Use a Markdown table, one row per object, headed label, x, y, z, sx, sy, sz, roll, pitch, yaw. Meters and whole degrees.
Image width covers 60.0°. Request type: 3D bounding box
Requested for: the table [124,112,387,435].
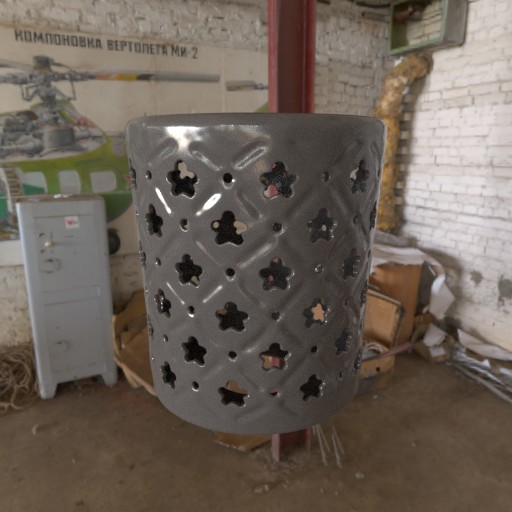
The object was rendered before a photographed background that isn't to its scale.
| label | x | y | z | sx | sy | sz | roll | pitch | yaw |
| --- | --- | --- | --- | --- | --- | --- | --- | --- | --- |
| table | 0.000 | 0.000 | 0.656 | 0.352 | 0.387 | 0.352 | 0 | 14 | 0 |
